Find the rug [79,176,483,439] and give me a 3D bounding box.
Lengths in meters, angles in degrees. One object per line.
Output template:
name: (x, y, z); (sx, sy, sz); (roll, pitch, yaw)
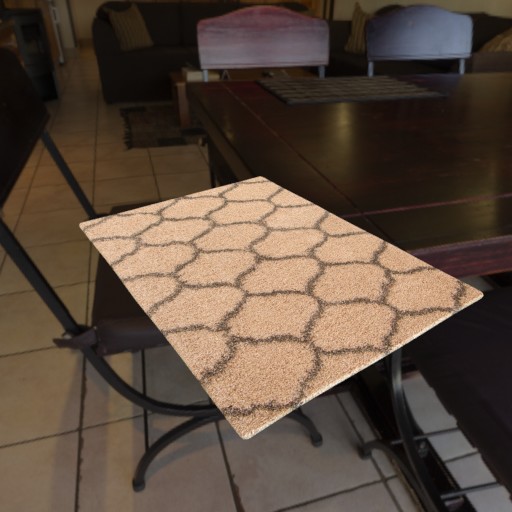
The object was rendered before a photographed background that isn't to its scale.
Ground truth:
rug: (0.000, 0.000, 2.103); (1.200, 0.025, 1.600); (-20, 37, -29)
